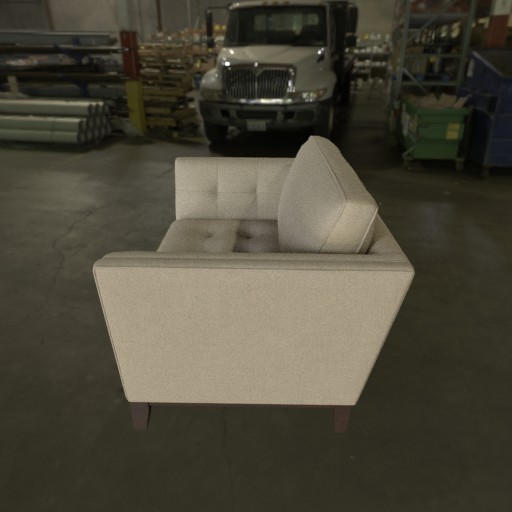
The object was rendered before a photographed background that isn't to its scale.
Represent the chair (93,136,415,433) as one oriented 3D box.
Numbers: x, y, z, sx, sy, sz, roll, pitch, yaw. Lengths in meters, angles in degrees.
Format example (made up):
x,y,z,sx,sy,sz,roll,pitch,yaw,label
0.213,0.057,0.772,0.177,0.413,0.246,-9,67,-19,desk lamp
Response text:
x,y,z,sx,sy,sz,roll,pitch,yaw,label
0.000,0.000,2.055,0.965,0.940,1.397,1,26,1,chair
